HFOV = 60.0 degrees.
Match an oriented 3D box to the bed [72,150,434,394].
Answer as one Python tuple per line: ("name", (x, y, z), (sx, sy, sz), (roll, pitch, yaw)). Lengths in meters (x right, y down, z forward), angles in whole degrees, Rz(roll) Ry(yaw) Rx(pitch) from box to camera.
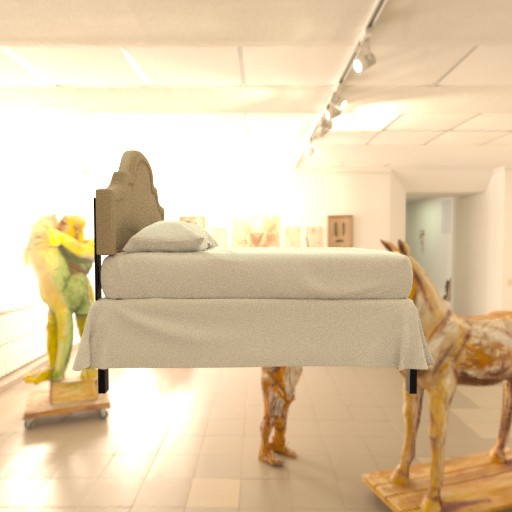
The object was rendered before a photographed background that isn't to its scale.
("bed", (0.000, 0.000, 3.499), (2.222, 1.634, 1.780), (0, 3, 0))
